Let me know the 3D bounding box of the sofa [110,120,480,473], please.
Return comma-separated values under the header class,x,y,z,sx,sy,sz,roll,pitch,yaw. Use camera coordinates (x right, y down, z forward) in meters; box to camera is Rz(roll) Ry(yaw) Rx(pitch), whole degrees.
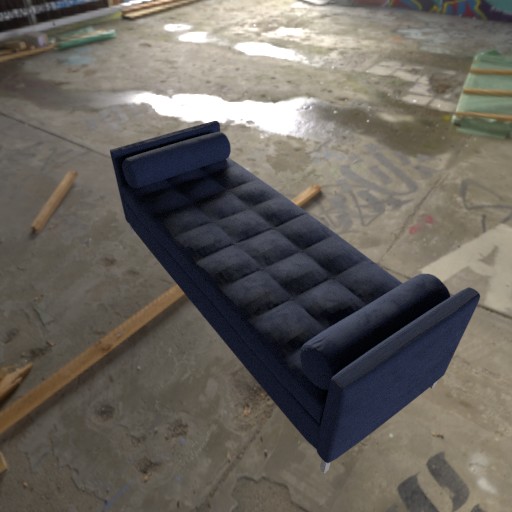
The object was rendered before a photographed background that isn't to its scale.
class,x,y,z,sx,sy,sz,roll,pitch,yaw
sofa,0.000,0.000,2.468,0.797,0.657,2.102,-25,46,-26
